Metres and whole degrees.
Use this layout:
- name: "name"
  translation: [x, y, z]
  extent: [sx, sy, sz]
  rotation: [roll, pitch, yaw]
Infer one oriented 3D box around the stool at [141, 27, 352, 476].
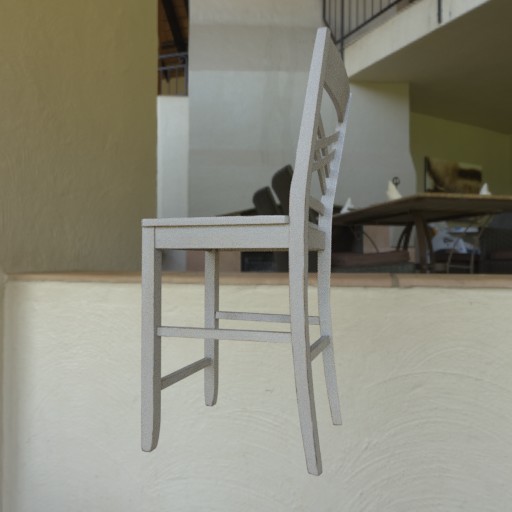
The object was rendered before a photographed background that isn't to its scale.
- name: "stool"
  translation: [0.000, 0.000, 1.334]
  extent: [0.539, 1.079, 0.462]
  rotation: [0, -1, 19]
